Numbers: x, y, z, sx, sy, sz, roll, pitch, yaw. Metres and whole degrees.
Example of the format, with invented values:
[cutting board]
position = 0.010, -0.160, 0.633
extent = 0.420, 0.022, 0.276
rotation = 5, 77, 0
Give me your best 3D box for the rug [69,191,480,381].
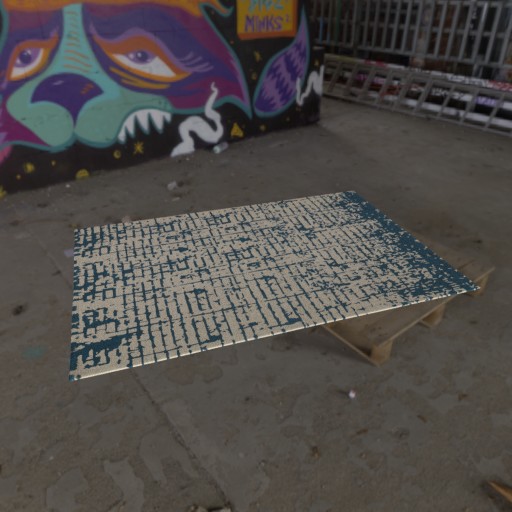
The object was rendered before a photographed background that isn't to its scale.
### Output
[rug]
position = 0.000, 0.000, 2.339
extent = 1.828, 0.007, 1.220
rotation = -10, 33, -16
